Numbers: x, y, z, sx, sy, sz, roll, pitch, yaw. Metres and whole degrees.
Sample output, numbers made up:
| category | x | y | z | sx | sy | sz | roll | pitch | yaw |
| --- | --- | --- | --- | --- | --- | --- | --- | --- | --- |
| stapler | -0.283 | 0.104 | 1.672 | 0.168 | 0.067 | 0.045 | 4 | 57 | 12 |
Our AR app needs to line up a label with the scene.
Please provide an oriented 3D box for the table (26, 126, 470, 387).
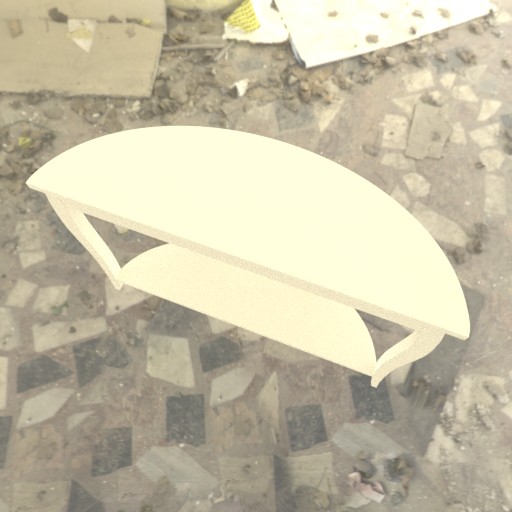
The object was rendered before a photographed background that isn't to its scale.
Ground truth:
| category | x | y | z | sx | sy | sz | roll | pitch | yaw |
| --- | --- | --- | --- | --- | --- | --- | --- | --- | --- |
| table | 0.000 | 0.000 | 1.565 | 1.219 | 0.780 | 0.394 | 19 | 65 | 9 |
